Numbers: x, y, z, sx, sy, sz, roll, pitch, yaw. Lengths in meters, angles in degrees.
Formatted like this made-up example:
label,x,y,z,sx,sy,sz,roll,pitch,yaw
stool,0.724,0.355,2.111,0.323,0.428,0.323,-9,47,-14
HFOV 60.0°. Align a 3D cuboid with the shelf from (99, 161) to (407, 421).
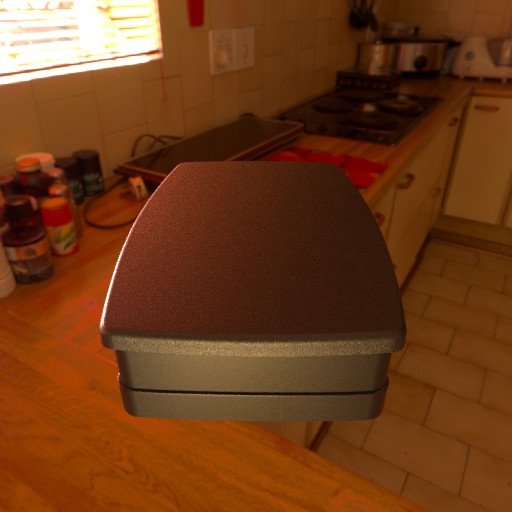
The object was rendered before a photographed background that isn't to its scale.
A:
label,x,y,z,sx,sy,sz,roll,pitch,yaw
shelf,0.000,0.000,0.532,0.280,0.100,0.410,0,31,1
